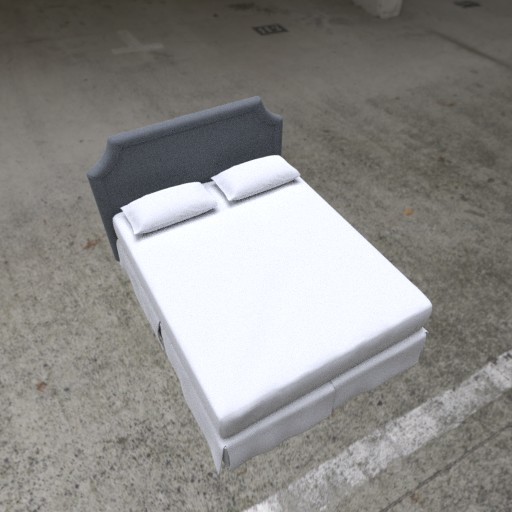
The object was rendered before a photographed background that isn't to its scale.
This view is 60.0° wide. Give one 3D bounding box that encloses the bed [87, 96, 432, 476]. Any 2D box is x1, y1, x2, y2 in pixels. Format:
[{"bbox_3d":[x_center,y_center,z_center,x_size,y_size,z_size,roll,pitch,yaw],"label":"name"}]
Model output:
[{"bbox_3d":[0.000,0.000,3.404,1.811,1.296,2.259,-23,51,-20],"label":"bed"}]
